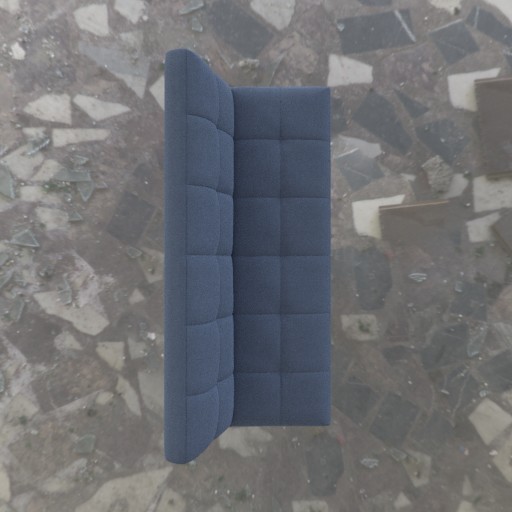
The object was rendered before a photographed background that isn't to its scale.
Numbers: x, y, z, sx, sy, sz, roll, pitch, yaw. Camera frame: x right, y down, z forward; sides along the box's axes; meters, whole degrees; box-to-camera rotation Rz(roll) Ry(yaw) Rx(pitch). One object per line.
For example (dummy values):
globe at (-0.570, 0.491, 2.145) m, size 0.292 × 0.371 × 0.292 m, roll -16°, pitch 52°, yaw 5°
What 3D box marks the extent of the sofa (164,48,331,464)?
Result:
sofa at (0.000, 0.000, 2.264) m, size 0.796 × 0.800 × 1.800 m, roll 0°, pitch 90°, yaw -1°
